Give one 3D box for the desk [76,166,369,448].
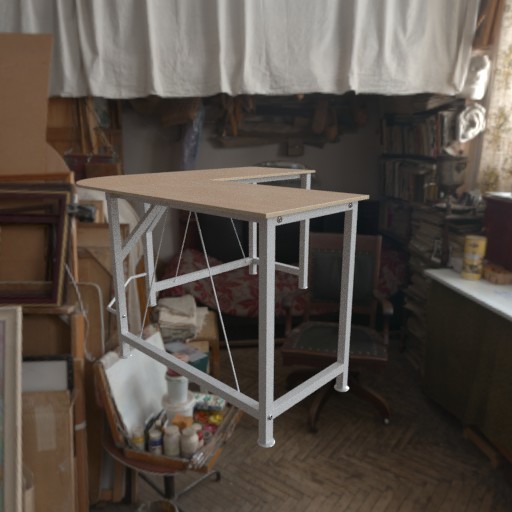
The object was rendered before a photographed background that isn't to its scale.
[{"bbox_3d":[0.000,0.000,2.236,1.400,0.762,1.400,14,20,42],"label":"desk"}]
